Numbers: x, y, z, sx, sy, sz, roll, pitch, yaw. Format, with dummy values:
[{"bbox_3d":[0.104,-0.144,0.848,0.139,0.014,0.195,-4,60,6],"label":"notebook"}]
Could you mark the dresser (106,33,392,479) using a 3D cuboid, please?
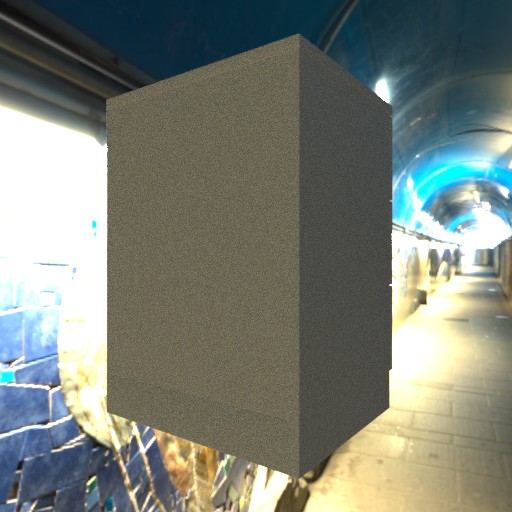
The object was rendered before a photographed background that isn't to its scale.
[{"bbox_3d":[0.000,0.000,0.819,0.400,0.560,0.360,0,0,36],"label":"dresser"}]
